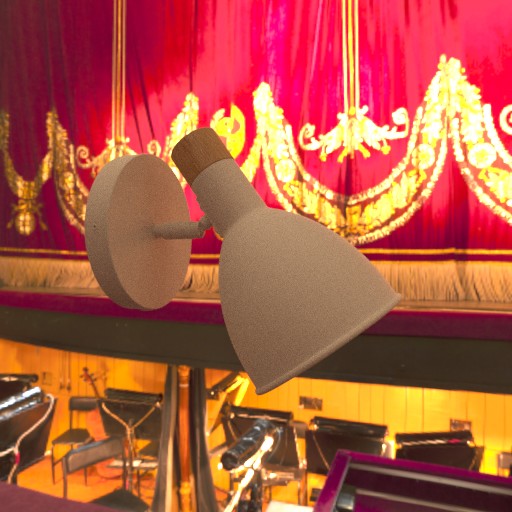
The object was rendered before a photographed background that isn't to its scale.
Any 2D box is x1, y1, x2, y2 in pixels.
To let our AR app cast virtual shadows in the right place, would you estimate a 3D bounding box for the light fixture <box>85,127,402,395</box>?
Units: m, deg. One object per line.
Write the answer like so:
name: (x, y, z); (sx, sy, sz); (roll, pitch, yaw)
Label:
light fixture: (0.000, 0.000, 0.333); (0.209, 0.199, 0.127); (0, -1, 18)
